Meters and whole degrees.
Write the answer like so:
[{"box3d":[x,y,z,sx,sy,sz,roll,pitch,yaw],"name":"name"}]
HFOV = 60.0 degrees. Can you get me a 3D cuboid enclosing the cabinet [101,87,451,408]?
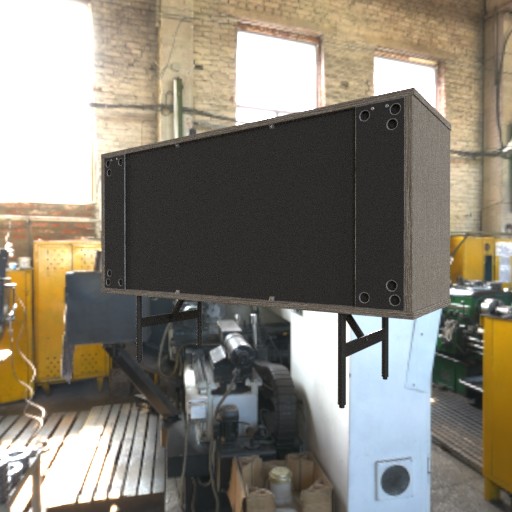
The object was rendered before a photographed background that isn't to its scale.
[{"box3d":[0.000,0.000,1.538,1.194,0.787,0.405,0,1,36],"name":"cabinet"}]
